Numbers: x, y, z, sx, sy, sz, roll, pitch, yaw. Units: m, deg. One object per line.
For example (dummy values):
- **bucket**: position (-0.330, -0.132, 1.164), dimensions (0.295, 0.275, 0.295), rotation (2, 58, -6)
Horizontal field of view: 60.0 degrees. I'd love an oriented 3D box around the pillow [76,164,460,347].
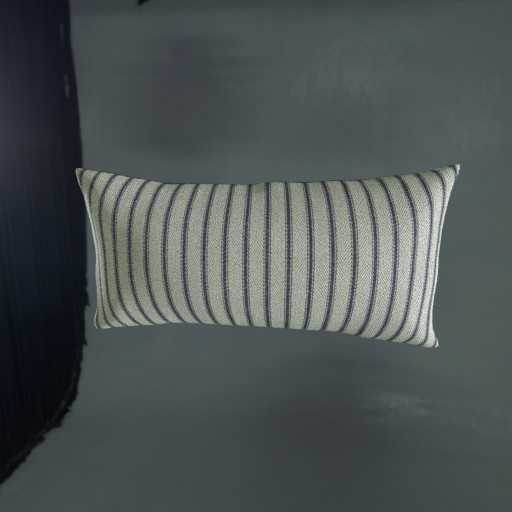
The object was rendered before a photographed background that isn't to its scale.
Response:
- **pillow**: position (0.000, 0.000, 0.737), dimensions (0.609, 0.305, 0.151), rotation (2, 15, 8)
